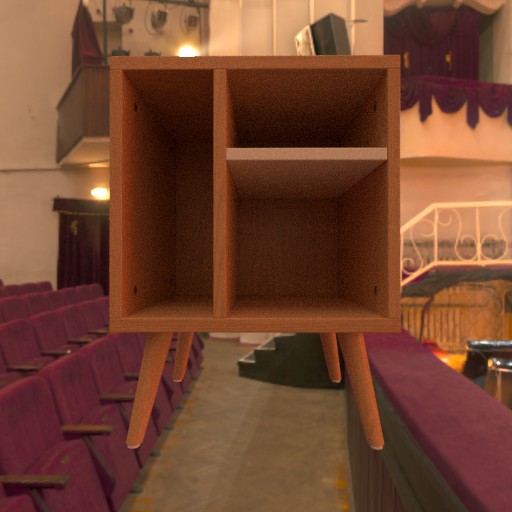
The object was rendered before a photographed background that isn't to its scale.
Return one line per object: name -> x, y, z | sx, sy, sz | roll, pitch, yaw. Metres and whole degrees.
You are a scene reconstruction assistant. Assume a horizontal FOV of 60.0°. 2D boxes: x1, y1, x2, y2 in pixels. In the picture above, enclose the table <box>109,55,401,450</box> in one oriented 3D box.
table -> 0.000, 0.000, 0.808 | 0.400, 0.550, 0.400 | 0, 0, 1
